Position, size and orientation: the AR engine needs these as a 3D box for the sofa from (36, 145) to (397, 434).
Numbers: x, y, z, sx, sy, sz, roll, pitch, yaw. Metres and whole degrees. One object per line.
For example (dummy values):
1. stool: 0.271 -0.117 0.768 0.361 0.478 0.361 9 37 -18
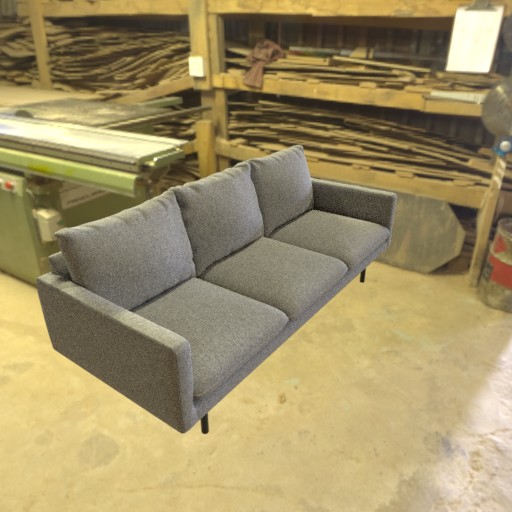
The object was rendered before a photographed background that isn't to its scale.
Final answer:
1. sofa: 0.000 0.000 2.423 0.850 0.830 2.000 18 31 32
